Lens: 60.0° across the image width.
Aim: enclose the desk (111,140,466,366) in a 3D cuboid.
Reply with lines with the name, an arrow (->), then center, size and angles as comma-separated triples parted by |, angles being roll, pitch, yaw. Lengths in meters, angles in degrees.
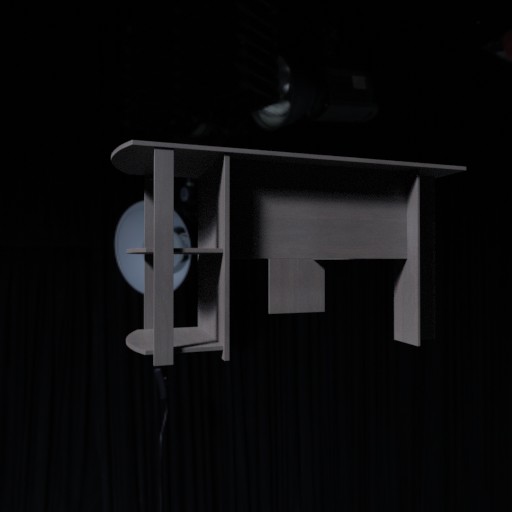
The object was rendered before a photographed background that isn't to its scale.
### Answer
desk -> 0.000, 0.000, 2.195 | 1.361, 0.716, 1.303 | 0, -1, -18
